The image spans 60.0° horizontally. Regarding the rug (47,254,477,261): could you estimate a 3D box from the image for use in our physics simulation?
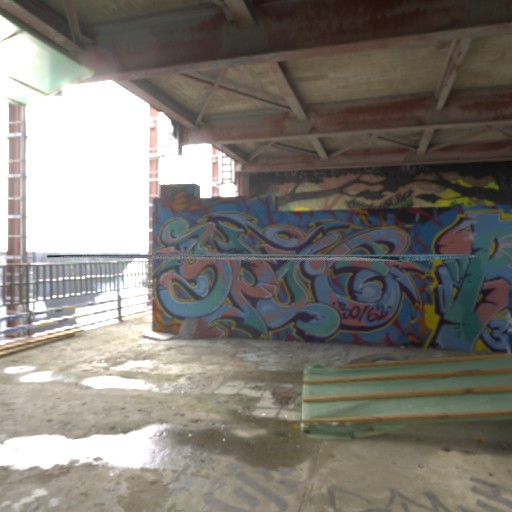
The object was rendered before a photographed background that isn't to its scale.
[{"bbox_3d":[0.000,0.000,2.113,1.728,0.017,1.136,0,1,36],"label":"rug"}]
